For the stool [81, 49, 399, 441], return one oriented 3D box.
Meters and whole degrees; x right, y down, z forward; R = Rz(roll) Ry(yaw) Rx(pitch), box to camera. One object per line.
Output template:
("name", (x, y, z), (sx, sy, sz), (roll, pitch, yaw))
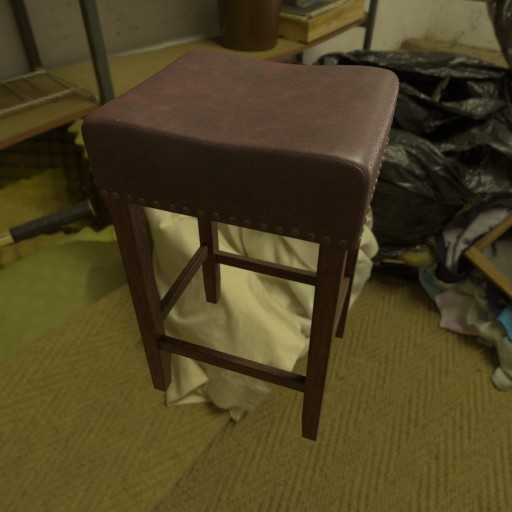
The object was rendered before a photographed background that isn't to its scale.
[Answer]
("stool", (0.000, 0.000, 1.019), (0.465, 0.769, 0.401), (13, 42, 15))
